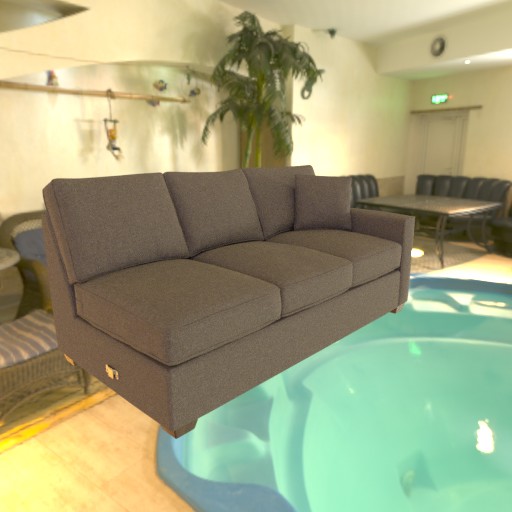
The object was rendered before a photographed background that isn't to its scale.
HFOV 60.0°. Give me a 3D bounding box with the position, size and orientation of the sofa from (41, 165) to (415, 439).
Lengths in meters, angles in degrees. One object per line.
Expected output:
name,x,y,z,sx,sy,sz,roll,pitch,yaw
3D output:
sofa,0.000,0.000,2.522,1.034,0.946,1.963,13,19,42
